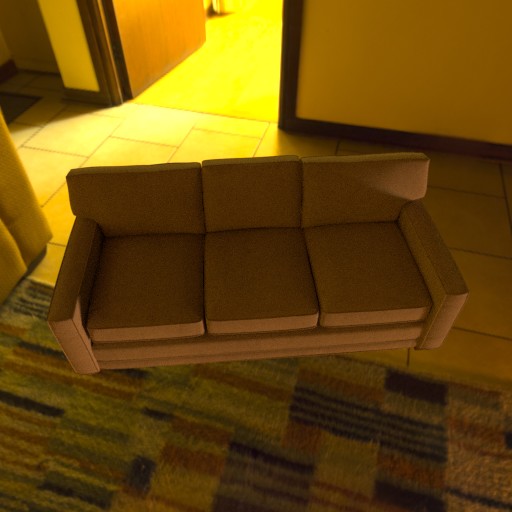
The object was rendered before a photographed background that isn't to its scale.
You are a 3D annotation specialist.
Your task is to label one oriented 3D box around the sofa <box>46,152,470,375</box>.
[{"bbox_3d":[0.000,0.000,2.555,2.093,0.862,0.936,-3,46,-3],"label":"sofa"}]
